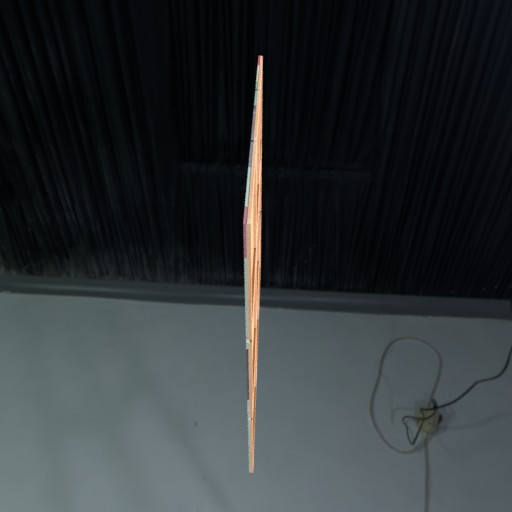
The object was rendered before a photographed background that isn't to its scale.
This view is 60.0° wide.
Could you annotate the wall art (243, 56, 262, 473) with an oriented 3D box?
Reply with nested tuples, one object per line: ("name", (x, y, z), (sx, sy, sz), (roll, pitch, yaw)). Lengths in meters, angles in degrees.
("wall art", (0.000, 0.000, 1.366), (0.012, 0.910, 0.911), (1, 40, 1))
